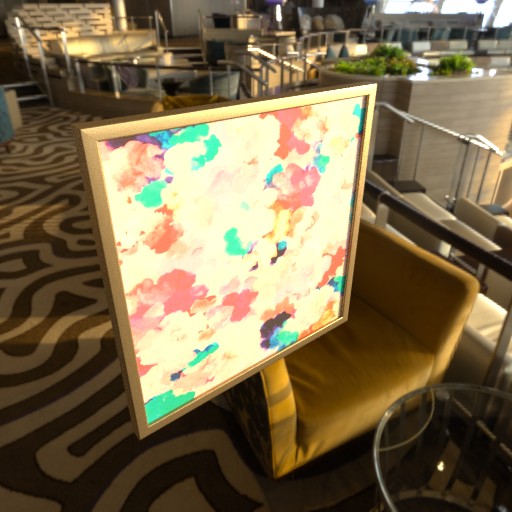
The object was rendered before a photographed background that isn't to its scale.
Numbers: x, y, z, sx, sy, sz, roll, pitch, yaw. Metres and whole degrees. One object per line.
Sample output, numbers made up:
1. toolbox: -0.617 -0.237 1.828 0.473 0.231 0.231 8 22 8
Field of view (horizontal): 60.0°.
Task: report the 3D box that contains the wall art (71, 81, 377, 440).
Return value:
1. wall art: 0.000 0.000 1.130 0.767 0.765 0.036 -21 36 -33
